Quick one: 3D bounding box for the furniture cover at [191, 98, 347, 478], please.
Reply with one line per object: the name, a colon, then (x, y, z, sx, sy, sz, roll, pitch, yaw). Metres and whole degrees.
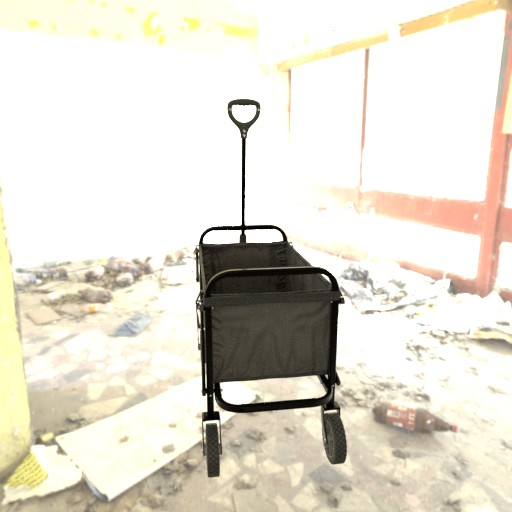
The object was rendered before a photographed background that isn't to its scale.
furniture cover: (0.000, 0.000, 1.818, 0.532, 1.295, 1.038, -2, 14, -8)
